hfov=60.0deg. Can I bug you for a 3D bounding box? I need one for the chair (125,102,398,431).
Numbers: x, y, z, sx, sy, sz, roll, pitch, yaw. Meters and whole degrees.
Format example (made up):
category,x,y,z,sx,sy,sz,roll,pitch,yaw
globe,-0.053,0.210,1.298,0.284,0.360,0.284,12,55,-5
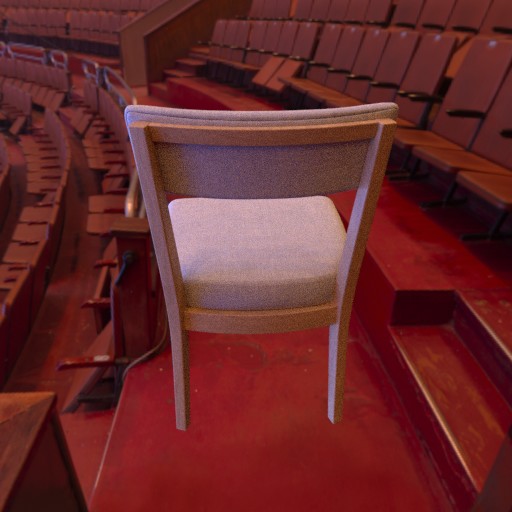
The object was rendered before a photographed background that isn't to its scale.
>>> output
category,x,y,z,sx,sy,sz,roll,pitch,yaw
chair,0.000,0.000,1.158,0.508,0.832,0.572,-2,28,-3
